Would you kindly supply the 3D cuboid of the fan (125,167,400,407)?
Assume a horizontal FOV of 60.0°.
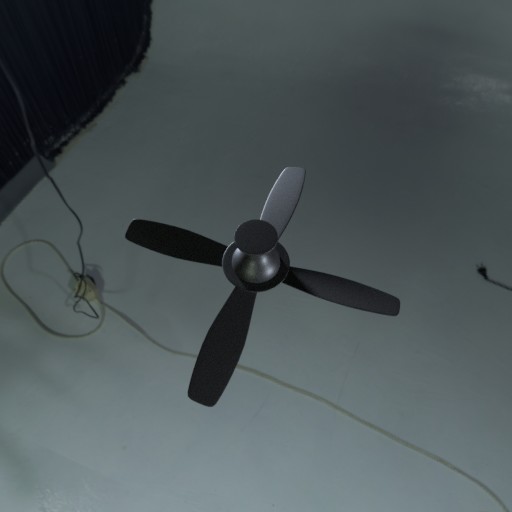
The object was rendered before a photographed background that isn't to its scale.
[{"bbox_3d":[0.000,0.000,2.532,1.694,0.382,1.694,16,58,10],"label":"fan"}]
